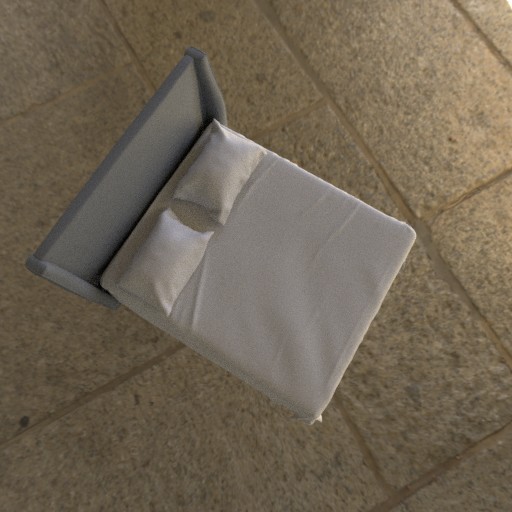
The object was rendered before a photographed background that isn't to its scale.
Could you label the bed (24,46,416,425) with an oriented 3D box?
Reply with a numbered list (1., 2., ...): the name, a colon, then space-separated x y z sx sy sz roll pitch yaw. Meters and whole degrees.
1. bed: 0.000 0.000 3.442 2.276 1.332 1.925 30 77 8
